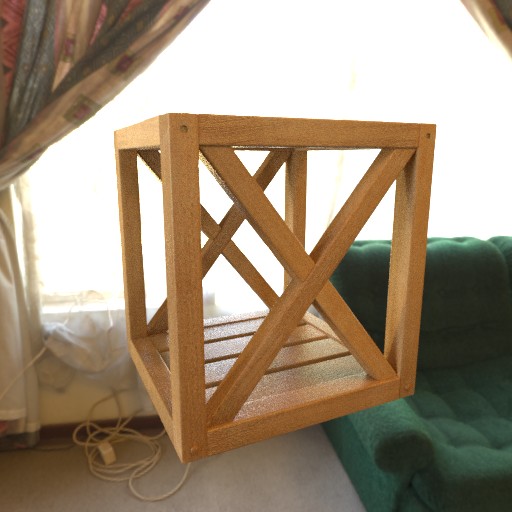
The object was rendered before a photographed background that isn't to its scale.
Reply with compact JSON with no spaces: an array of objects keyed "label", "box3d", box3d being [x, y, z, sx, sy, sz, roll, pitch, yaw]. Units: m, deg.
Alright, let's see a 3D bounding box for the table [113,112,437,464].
[{"label":"table","box3d":[0.000,0.000,1.090,0.559,0.610,0.558,-6,14,-25]}]
